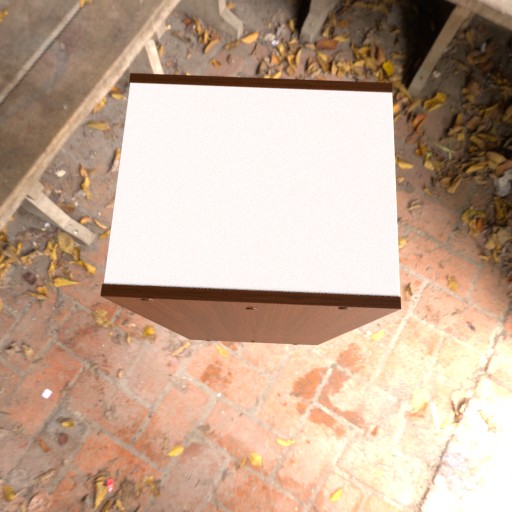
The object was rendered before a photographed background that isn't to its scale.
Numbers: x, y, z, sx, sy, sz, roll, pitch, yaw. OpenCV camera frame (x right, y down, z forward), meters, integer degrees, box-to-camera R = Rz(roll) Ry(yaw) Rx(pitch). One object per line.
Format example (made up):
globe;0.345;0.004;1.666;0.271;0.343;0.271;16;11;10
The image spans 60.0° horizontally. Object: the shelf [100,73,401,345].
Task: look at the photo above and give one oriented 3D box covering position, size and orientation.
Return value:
shelf;0.000;0.000;0.748;0.290;0.600;0.253;2;75;1
